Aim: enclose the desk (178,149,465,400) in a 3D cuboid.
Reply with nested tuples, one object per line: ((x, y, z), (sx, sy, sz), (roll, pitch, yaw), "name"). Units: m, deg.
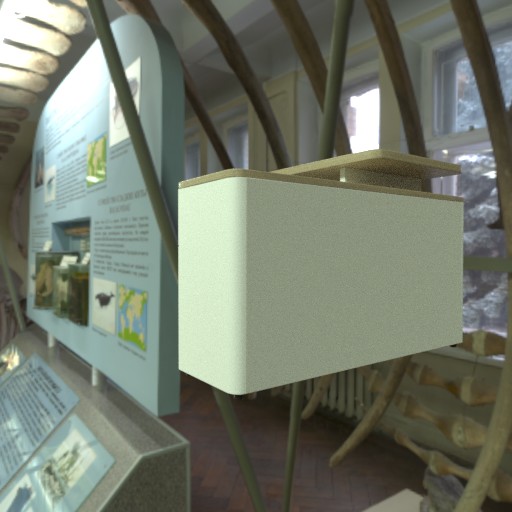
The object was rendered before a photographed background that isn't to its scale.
((0.000, 0.000, 2.101), (1.175, 0.770, 1.400), (-1, 1, -36), "desk")
